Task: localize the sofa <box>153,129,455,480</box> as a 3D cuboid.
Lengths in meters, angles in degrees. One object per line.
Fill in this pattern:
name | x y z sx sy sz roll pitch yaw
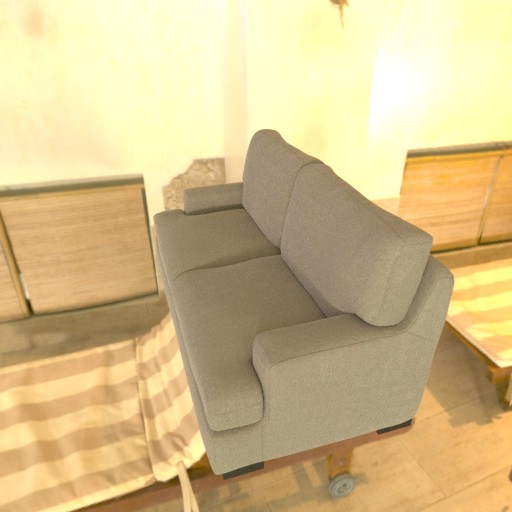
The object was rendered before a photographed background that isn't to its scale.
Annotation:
sofa | 0.000 0.000 2.402 0.962 0.980 1.855 -9 31 -15
